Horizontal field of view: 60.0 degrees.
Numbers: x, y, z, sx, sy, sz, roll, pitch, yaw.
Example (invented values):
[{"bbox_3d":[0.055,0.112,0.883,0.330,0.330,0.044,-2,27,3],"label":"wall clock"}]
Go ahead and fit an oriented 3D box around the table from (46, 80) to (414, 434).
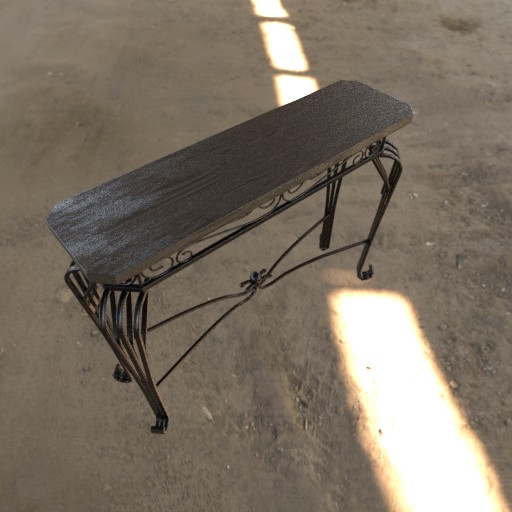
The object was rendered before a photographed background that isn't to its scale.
[{"bbox_3d":[0.000,0.000,1.478,1.112,0.800,0.329,-32,54,-26],"label":"table"}]
